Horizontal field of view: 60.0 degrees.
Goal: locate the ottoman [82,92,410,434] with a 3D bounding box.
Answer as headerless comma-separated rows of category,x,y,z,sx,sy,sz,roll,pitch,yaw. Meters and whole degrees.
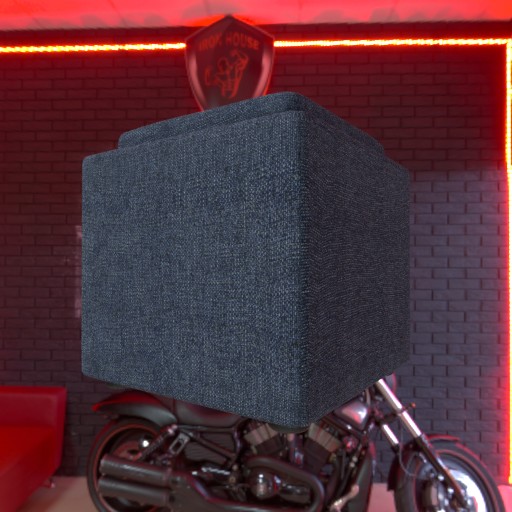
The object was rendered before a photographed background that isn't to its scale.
ottoman,0.000,0.000,0.833,0.450,0.460,0.450,0,-1,35
